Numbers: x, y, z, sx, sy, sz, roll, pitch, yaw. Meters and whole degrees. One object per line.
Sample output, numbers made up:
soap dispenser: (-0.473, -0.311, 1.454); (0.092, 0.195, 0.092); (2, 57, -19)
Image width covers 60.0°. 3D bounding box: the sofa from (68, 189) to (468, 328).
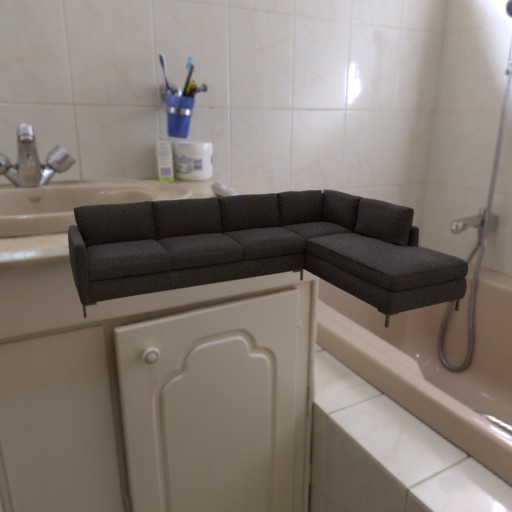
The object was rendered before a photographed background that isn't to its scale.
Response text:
sofa: (0.000, 0.000, 3.869); (2.949, 0.815, 2.007); (-8, 18, -24)
